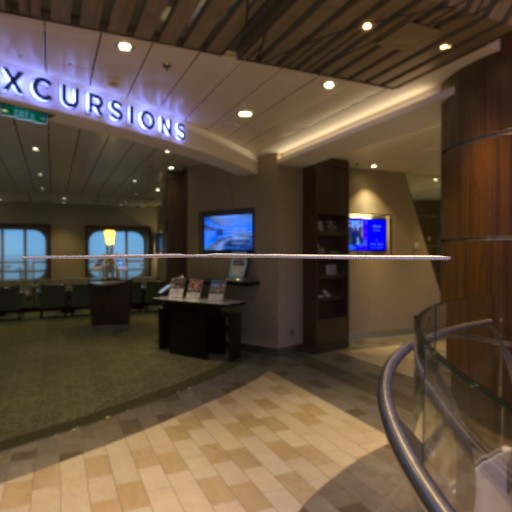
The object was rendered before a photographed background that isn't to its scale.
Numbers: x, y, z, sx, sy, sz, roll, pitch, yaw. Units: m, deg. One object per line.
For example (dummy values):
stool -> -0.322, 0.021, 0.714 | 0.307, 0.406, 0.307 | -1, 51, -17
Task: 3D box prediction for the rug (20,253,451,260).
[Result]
rug -> 0.000, 0.000, 4.237 | 3.245, 0.046, 2.467 | 0, 0, 19
